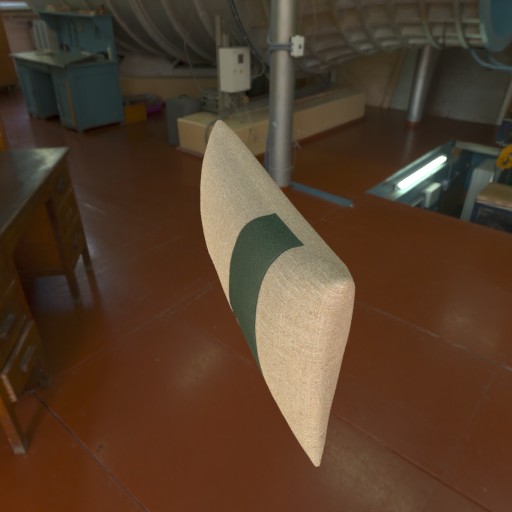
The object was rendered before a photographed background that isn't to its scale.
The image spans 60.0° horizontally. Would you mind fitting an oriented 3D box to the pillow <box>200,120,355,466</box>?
[{"bbox_3d":[0.000,0.000,1.050,0.197,0.429,0.859,-8,32,-13],"label":"pillow"}]
